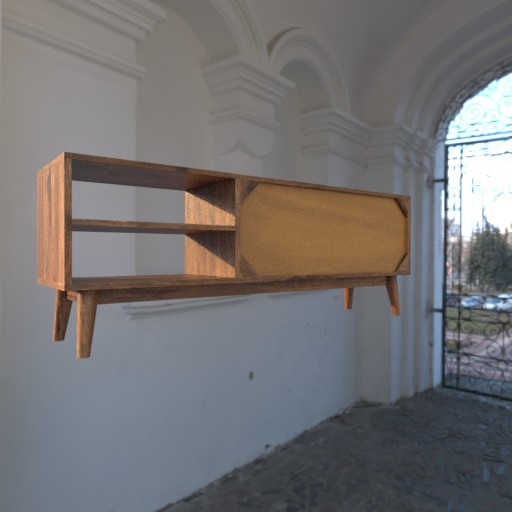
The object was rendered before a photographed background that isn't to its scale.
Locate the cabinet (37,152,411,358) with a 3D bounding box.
[{"bbox_3d":[0.000,0.000,1.680,1.448,0.528,0.349,0,0,-36],"label":"cabinet"}]
